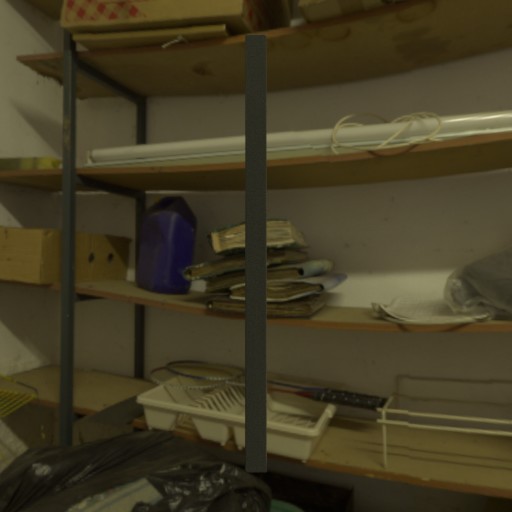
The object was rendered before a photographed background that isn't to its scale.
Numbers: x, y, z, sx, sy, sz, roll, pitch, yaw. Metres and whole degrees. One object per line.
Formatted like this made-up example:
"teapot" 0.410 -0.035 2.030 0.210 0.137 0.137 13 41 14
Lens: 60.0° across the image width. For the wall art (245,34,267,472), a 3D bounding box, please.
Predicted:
"wall art" 0.000 0.000 0.458 0.015 0.303 0.304 0 -1 0
